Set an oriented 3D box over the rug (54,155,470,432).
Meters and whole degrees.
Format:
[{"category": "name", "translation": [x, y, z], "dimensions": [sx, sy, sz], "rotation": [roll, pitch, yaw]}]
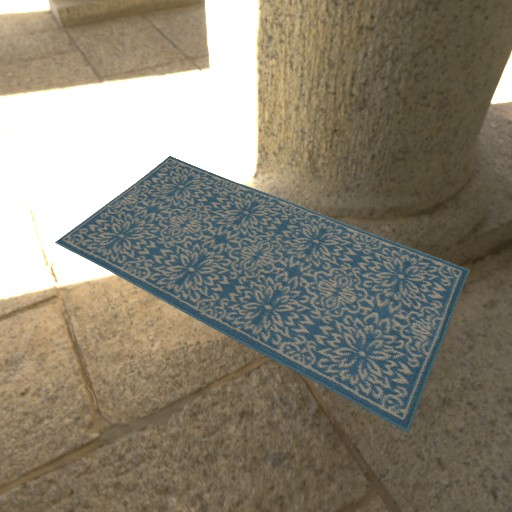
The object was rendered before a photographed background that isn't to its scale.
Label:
[{"category": "rug", "translation": [0.000, 0.000, 1.444], "dimensions": [1.219, 0.007, 0.604], "rotation": [24, 51, 21]}]
